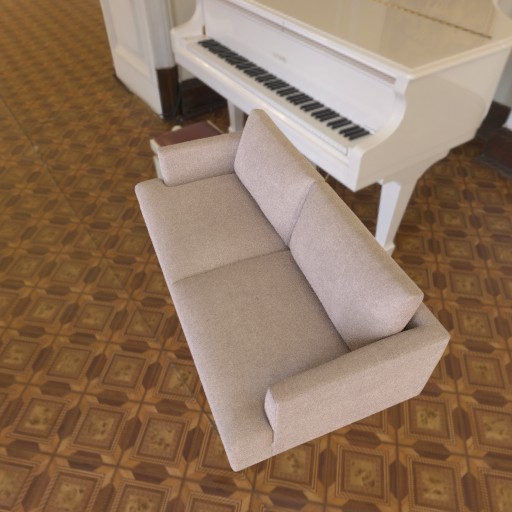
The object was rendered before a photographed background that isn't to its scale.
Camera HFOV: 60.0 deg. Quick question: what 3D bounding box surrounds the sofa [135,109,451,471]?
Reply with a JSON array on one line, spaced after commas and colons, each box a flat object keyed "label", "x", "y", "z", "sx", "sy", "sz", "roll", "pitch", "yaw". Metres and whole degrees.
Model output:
[{"label": "sofa", "x": 0.000, "y": 0.000, "z": 2.518, "sx": 1.020, "sy": 0.868, "sz": 1.948, "roll": -16, "pitch": 47, "yaw": -15}]
